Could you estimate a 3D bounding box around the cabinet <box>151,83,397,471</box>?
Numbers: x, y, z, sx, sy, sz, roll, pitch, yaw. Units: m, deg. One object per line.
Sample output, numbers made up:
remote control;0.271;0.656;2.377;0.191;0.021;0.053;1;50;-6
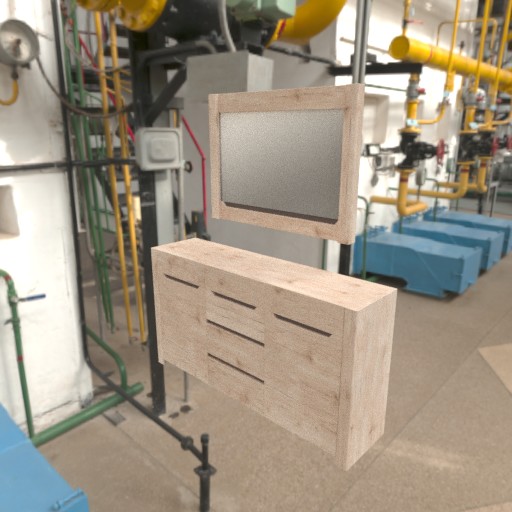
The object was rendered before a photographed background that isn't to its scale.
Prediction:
cabinet;0.000;0.000;2.789;1.700;1.981;0.420;14;22;41
